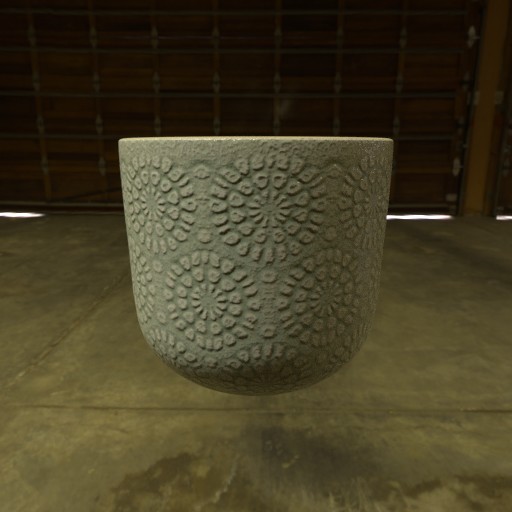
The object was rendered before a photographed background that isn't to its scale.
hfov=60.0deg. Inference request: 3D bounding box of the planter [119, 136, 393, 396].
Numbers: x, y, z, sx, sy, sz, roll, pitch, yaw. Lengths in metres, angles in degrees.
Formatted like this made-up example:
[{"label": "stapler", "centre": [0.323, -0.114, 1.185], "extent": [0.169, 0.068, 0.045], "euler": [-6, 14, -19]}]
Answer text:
[{"label": "planter", "centre": [0.000, 0.000, 0.302], "extent": [0.169, 0.153, 0.169], "euler": [0, 14, 0]}]
